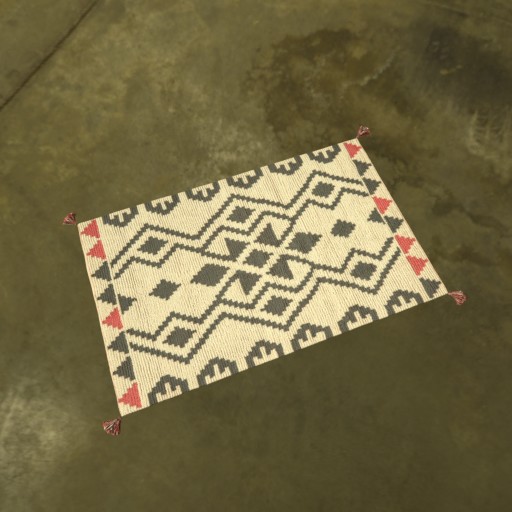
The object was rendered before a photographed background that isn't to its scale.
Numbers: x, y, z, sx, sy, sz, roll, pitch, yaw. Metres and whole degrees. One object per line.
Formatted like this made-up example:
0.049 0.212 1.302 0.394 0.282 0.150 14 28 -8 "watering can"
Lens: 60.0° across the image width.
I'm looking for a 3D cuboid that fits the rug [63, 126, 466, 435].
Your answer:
0.000 0.000 3.340 2.672 0.066 1.741 -19 66 -8 "rug"
